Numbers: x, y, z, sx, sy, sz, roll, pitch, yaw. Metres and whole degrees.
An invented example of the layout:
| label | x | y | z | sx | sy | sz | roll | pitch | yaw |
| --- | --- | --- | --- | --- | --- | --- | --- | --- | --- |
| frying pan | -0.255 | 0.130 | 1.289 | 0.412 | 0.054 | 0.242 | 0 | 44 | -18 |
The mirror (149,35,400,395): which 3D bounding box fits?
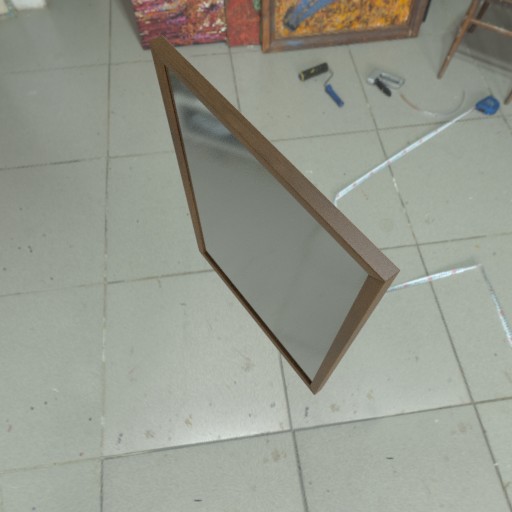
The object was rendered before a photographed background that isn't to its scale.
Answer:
| label | x | y | z | sx | sy | sz | roll | pitch | yaw |
| --- | --- | --- | --- | --- | --- | --- | --- | --- | --- |
| mirror | 0.000 | 0.000 | 1.333 | 0.040 | 1.016 | 0.762 | -34 | 67 | -16 |
